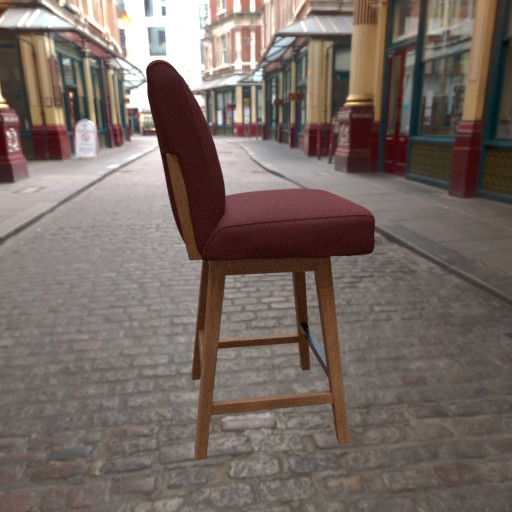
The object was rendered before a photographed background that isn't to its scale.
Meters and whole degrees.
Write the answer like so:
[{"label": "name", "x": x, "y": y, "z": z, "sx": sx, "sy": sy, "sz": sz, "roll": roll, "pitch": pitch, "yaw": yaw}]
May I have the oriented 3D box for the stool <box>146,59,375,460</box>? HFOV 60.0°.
[{"label": "stool", "x": 0.000, "y": 0.000, "z": 1.329, "sx": 0.562, "sy": 1.038, "sz": 0.468, "roll": -3, "pitch": 16, "yaw": -9}]
